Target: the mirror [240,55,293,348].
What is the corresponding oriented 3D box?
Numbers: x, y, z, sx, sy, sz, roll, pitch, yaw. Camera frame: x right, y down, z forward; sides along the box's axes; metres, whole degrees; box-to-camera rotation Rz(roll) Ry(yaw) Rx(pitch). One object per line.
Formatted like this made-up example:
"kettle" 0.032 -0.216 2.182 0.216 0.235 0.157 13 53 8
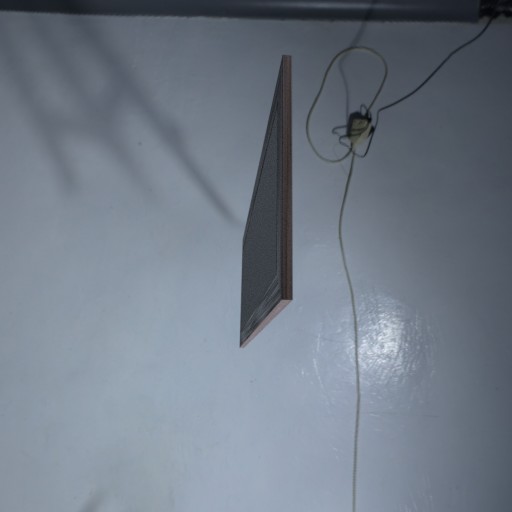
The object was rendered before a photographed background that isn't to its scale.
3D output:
"mirror" 0.000 0.000 2.319 0.221 2.020 0.812 1 74 0
